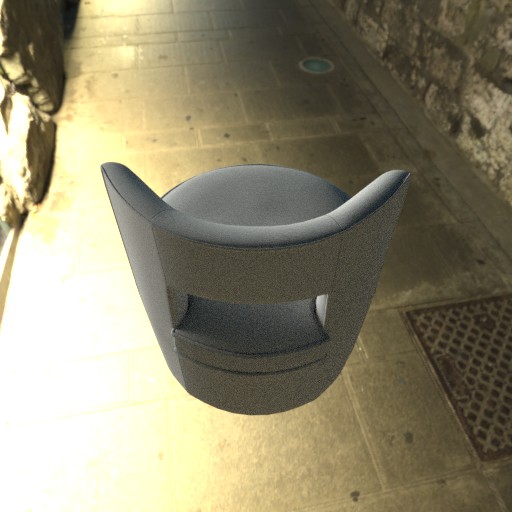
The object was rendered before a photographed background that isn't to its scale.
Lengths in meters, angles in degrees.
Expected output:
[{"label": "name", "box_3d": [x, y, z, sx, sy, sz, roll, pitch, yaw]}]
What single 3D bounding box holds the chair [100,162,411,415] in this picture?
[{"label": "chair", "box_3d": [0.000, 0.000, 1.189, 0.650, 0.723, 0.665, 2, 47, 2]}]
